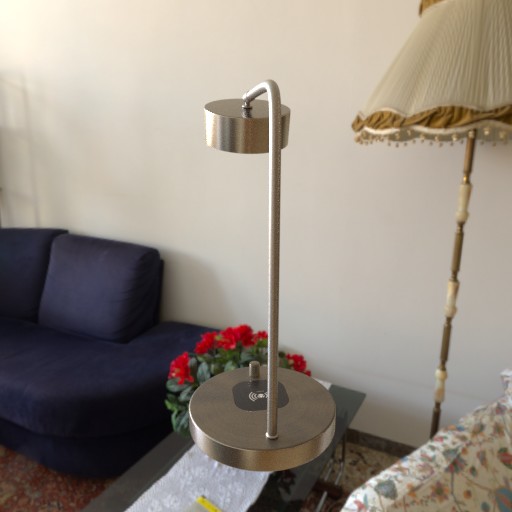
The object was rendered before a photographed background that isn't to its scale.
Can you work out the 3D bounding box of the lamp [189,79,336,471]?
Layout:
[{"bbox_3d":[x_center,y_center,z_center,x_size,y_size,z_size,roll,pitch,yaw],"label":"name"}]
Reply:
[{"bbox_3d":[0.000,0.000,0.652,0.211,0.469,0.334,-2,15,-8],"label":"lamp"}]
